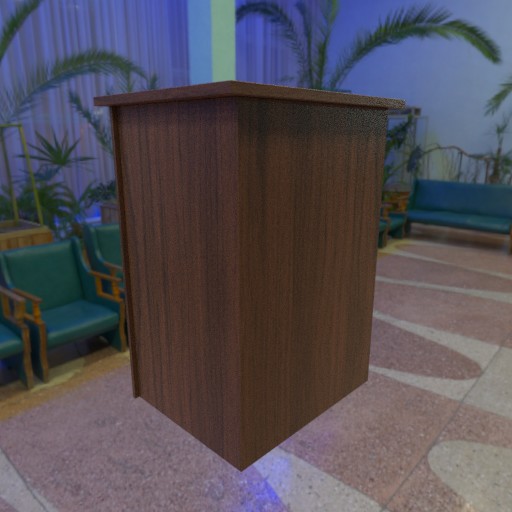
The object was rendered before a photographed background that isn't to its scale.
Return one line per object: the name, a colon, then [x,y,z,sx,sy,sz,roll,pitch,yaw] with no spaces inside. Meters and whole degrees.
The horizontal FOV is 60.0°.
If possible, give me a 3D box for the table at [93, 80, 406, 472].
table: [0.000,0.000,0.947,0.381,0.636,0.480,15,21,43]
